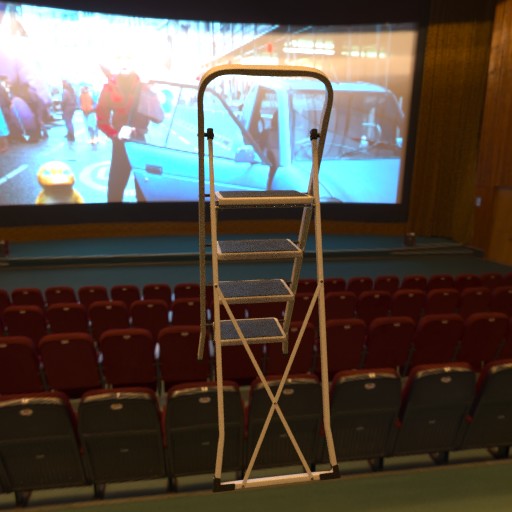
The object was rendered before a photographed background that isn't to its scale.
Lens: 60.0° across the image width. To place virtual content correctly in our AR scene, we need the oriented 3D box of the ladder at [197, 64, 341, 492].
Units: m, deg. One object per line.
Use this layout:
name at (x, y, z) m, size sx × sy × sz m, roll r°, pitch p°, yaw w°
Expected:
ladder at (0.000, 0.000, 1.674) m, size 0.460 × 1.265 × 0.914 m, roll -2°, pitch 14°, yaw -8°
